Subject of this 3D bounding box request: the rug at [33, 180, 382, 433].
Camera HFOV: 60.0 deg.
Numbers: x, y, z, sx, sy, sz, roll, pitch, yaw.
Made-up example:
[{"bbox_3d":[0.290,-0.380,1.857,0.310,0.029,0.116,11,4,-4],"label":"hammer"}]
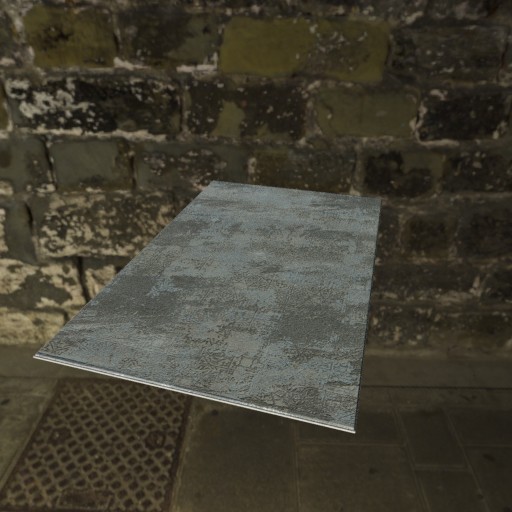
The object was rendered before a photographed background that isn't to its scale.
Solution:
[{"bbox_3d":[0.000,0.000,2.959,1.536,0.012,2.431,8,32,14],"label":"rug"}]
